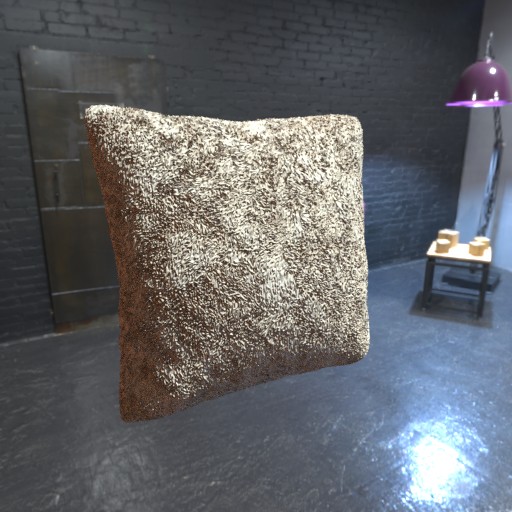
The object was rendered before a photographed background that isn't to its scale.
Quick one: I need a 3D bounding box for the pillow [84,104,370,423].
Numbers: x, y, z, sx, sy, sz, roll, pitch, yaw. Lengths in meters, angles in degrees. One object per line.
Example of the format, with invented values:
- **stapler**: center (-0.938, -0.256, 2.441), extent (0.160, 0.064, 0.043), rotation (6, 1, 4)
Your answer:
- **pillow**: center (0.000, 0.000, 0.806), extent (0.529, 0.515, 0.218), rotation (-8, 18, -26)
